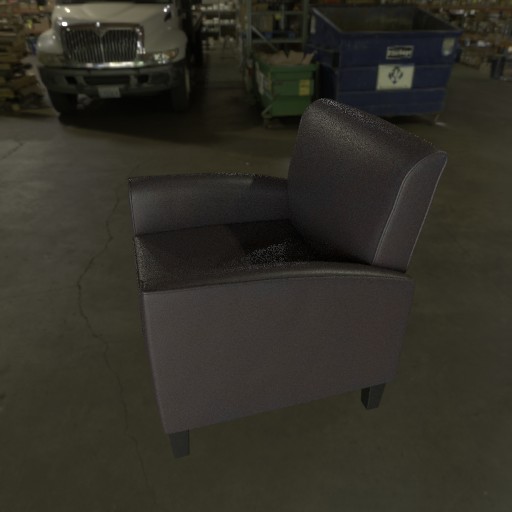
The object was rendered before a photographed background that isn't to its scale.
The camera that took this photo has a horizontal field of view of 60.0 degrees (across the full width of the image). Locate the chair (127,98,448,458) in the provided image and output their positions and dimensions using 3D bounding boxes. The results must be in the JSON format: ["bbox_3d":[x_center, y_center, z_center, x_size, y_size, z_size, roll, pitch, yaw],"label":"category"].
[{"bbox_3d":[0.000,0.000,1.547,0.819,0.916,0.820,-8,31,-14],"label":"chair"}]
